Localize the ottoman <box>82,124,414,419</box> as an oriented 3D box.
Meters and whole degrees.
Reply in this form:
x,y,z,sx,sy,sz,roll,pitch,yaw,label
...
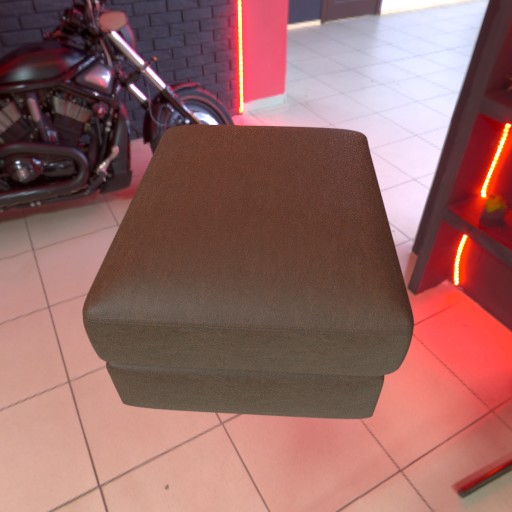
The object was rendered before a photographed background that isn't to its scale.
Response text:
x,y,z,sx,sy,sz,roll,pitch,yaw,label
0.000,0.000,1.181,0.635,0.508,0.787,2,42,2,ottoman
